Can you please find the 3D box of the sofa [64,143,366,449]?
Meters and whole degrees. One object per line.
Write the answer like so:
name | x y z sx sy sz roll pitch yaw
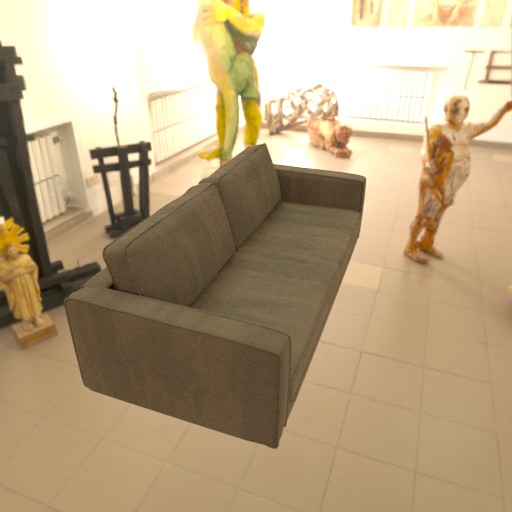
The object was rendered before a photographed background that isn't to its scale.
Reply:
sofa | 0.000 0.000 2.451 0.924 0.825 1.920 10 31 18
